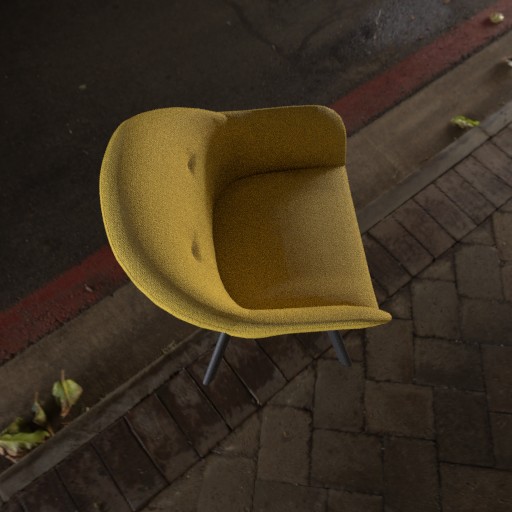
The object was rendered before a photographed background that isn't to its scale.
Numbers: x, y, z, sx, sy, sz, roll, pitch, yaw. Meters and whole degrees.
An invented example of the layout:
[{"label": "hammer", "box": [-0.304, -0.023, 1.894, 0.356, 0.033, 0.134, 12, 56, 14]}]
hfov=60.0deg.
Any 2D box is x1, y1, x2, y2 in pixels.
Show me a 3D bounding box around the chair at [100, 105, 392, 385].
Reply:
[{"label": "chair", "box": [0.000, 0.000, 1.138, 0.565, 0.775, 0.545, -5, 64, -3]}]
